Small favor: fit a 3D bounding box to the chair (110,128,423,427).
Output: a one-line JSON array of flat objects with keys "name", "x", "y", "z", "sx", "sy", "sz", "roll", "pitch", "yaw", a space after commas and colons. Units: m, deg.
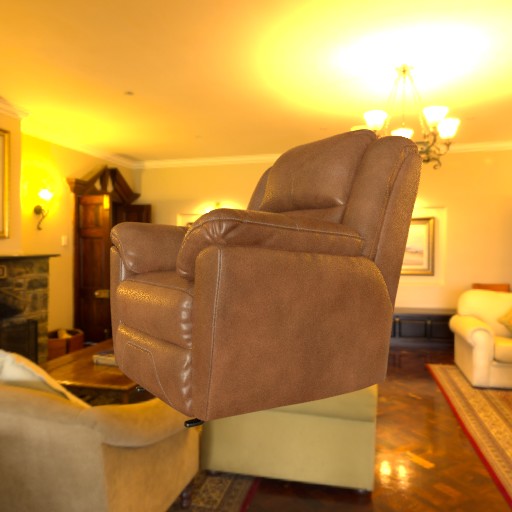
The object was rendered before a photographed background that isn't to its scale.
[{"name": "chair", "x": 0.000, "y": 0.000, "z": 1.876, "sx": 1.041, "sy": 1.093, "sz": 0.990, "roll": -1, "pitch": 1, "yaw": -35}]
